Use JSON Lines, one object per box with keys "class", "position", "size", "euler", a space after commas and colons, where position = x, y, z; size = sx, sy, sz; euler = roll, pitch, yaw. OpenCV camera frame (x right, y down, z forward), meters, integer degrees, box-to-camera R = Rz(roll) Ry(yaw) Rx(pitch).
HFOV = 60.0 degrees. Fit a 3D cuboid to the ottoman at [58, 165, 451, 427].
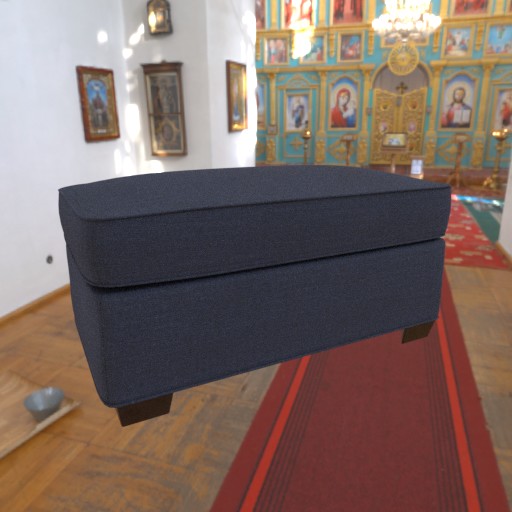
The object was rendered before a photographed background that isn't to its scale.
{"class": "ottoman", "position": [0.000, 0.000, 1.157], "size": [0.895, 0.453, 0.505], "euler": [-8, 18, -27]}
